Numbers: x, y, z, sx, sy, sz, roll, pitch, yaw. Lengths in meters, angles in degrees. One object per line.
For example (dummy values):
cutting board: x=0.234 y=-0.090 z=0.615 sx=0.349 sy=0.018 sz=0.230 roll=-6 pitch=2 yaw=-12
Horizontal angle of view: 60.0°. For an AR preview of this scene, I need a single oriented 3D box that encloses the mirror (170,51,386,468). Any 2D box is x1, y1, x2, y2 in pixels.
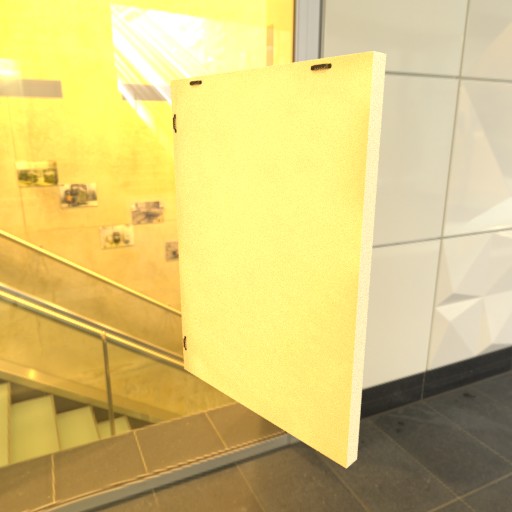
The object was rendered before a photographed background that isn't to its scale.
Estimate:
mirror: x=0.000 y=0.000 z=0.909 sx=0.040 sy=0.710 sz=0.507 roll=-15 pitch=21 yaw=-43
